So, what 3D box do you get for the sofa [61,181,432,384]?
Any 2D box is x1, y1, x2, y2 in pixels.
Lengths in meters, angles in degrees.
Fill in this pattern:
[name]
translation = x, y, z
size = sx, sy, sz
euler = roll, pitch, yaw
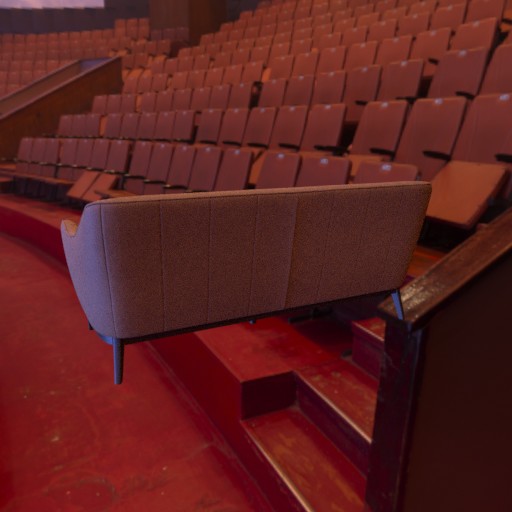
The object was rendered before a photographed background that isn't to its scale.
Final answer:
[sofa]
translation = 0.000, 0.000, 2.465
size = 1.928, 0.830, 0.869
euler = -7, 16, -25
